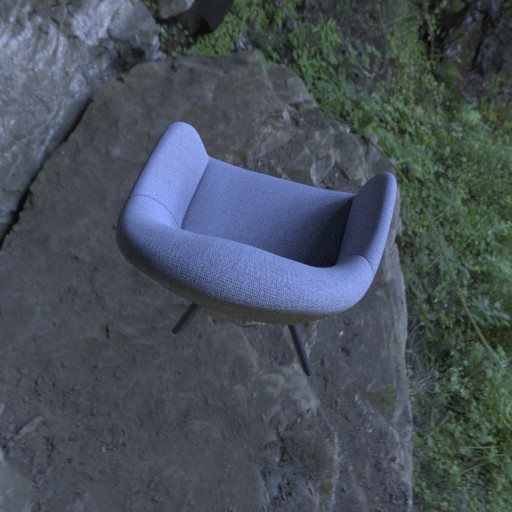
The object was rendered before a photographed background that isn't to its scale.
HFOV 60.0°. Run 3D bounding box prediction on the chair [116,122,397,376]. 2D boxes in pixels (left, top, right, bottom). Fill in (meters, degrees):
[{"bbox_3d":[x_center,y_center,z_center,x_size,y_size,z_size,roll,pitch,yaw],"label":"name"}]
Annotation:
[{"bbox_3d":[0.000,0.000,1.197,0.590,0.795,0.550,16,65,7],"label":"chair"}]
